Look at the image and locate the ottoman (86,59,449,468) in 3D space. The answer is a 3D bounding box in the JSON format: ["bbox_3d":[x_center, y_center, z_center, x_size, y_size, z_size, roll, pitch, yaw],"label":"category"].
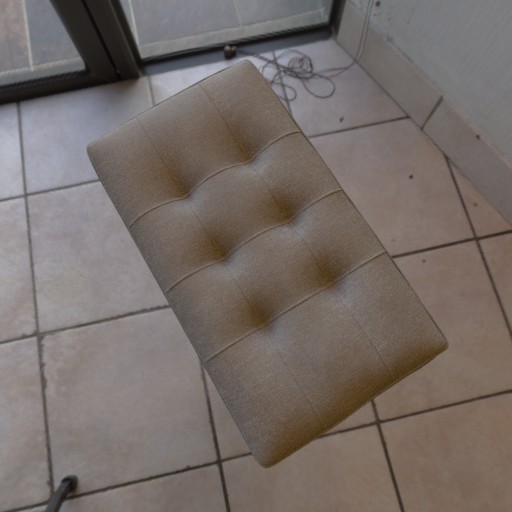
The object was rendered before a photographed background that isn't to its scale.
[{"bbox_3d":[0.000,0.000,1.526,0.648,0.514,1.143,-30,77,-7],"label":"ottoman"}]
